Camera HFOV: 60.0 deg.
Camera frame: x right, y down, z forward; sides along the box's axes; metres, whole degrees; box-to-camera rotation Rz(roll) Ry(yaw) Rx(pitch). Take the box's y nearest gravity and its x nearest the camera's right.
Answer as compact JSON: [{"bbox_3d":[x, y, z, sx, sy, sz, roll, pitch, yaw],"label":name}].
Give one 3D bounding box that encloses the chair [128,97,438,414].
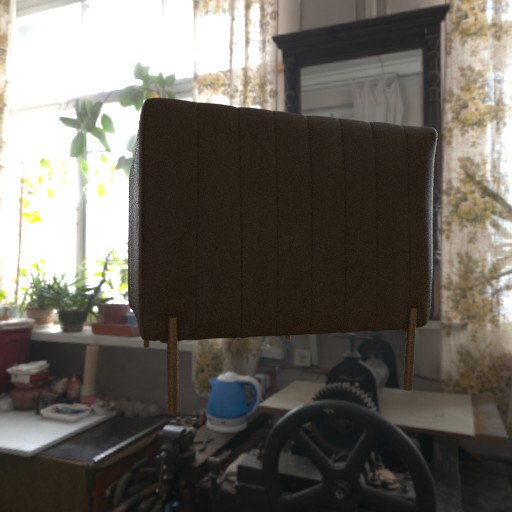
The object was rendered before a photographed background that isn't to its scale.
[{"bbox_3d":[0.000,0.000,1.611,0.876,0.779,0.981,0,-1,-18],"label":"chair"}]
